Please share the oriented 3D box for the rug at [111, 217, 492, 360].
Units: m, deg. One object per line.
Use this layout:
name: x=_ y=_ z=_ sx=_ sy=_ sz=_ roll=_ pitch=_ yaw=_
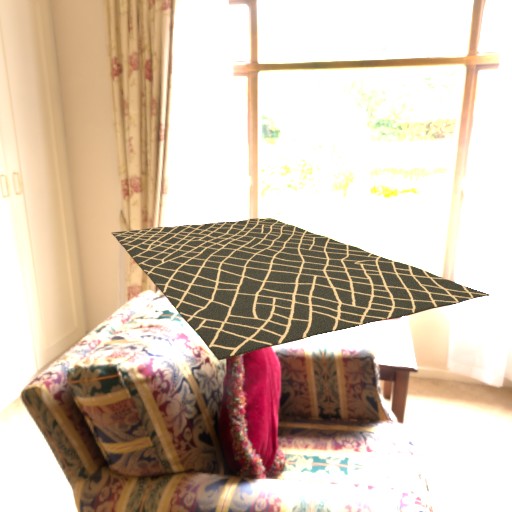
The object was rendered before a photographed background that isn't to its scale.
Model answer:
rug: x=0.000 y=0.000 z=3.030 sx=1.529 sy=0.017 sz=2.448 roll=-8 pitch=17 yaw=-25
